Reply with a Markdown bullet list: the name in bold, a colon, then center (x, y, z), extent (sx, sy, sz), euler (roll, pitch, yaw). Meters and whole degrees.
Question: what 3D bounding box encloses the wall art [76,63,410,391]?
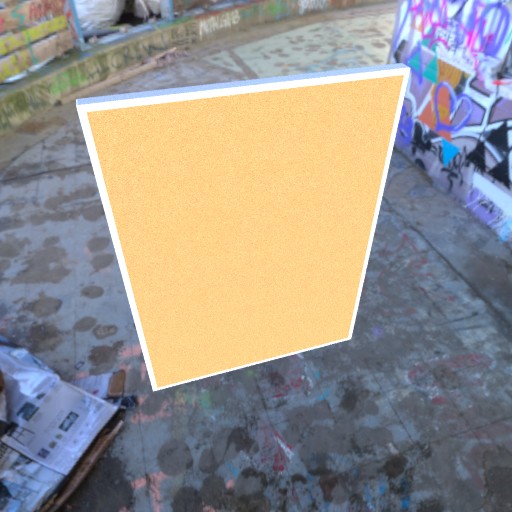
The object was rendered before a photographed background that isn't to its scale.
- **wall art**: center (0.000, 0.000, 1.577), extent (0.914, 1.221, 0.046), euler (-12, 42, -13)
